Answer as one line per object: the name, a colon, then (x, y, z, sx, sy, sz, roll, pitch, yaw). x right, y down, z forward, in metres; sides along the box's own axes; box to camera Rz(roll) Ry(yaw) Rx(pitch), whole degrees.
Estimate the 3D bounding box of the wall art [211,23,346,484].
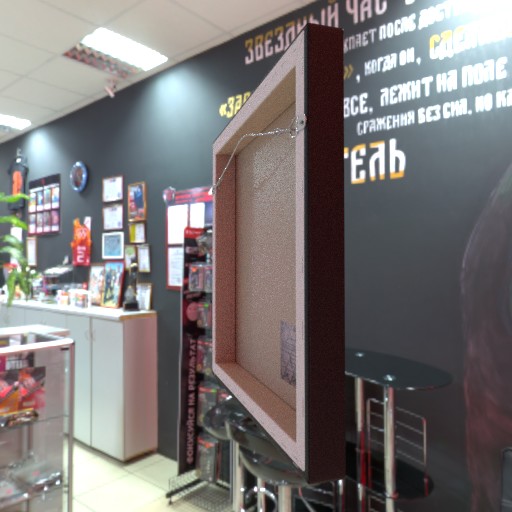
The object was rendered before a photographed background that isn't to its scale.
wall art: (0.000, 0.000, 0.584, 0.041, 0.407, 0.406, 0, -1, -17)
